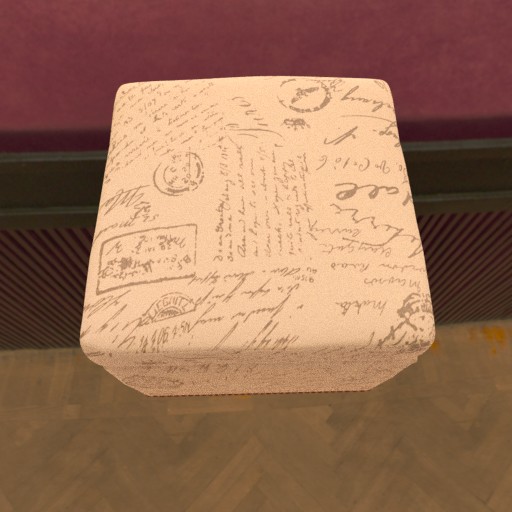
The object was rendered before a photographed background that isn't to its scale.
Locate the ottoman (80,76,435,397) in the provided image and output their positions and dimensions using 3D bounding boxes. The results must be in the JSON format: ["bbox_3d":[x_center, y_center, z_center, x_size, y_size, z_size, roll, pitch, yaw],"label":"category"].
[{"bbox_3d":[0.000,0.000,0.807,0.449,0.457,0.450,-1,65,-1],"label":"ottoman"}]
